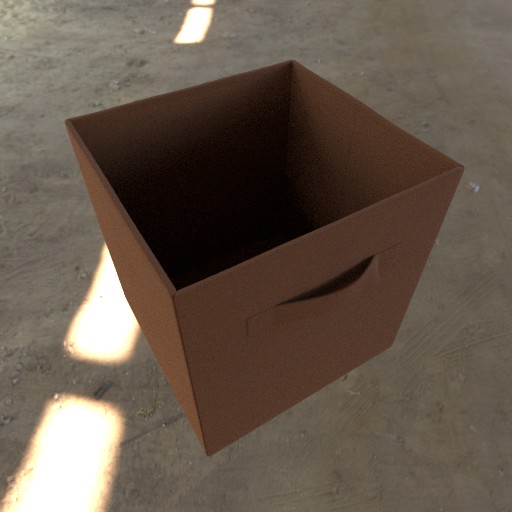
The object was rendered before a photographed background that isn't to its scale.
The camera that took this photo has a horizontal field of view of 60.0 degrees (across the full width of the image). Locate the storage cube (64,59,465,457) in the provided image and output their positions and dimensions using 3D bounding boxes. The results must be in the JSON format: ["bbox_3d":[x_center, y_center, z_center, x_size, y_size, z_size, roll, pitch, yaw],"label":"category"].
[{"bbox_3d":[0.000,0.000,0.490,0.270,0.280,0.270,-24,51,-21],"label":"storage cube"}]
